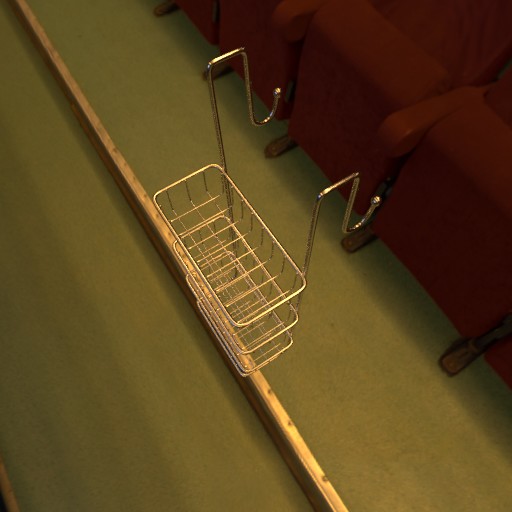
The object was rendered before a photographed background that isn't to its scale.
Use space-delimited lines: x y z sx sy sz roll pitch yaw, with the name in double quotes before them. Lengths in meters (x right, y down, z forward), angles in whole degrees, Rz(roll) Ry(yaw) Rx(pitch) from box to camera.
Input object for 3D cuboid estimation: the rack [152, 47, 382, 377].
"rack" 0.000 0.000 0.679 0.202 0.574 0.228 -30 68 -14
